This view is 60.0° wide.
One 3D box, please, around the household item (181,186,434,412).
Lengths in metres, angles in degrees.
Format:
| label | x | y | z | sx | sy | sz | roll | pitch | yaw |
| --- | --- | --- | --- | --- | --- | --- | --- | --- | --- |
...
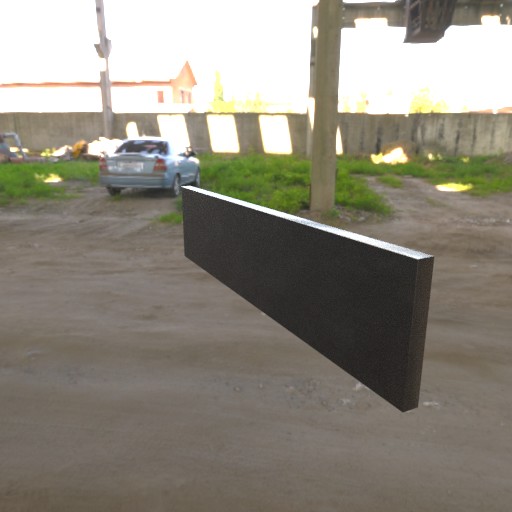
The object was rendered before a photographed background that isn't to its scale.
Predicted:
| label | x | y | z | sx | sy | sz | roll | pitch | yaw |
| --- | --- | --- | --- | --- | --- | --- | --- | --- | --- |
| household item | 0.000 | 0.000 | 1.058 | 0.030 | 0.236 | 1.001 | -8 | 17 | -26 |
